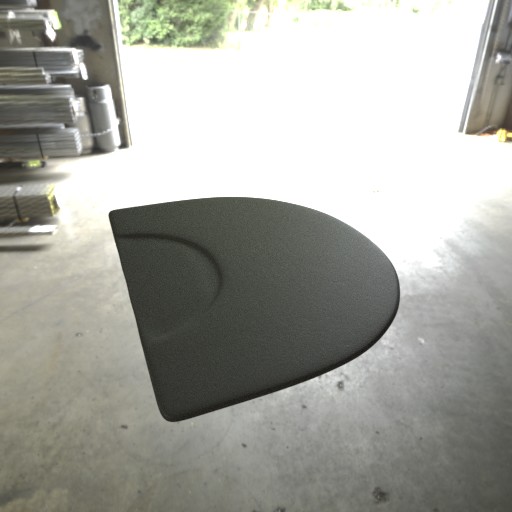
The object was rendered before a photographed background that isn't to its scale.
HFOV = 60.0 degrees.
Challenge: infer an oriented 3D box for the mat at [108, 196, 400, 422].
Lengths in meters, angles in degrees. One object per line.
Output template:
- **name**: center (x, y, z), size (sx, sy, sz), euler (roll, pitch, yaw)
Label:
- **mat**: center (0.000, 0.000, 1.593), size (0.917, 0.016, 1.220), euler (-11, 32, -19)
